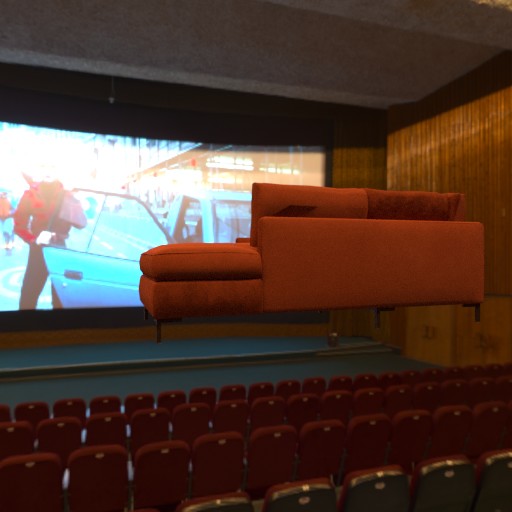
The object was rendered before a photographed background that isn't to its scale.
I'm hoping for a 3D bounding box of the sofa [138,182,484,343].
[{"bbox_3d":[0.000,0.000,3.501,1.879,0.757,2.736,0,0,-18],"label":"sofa"}]
